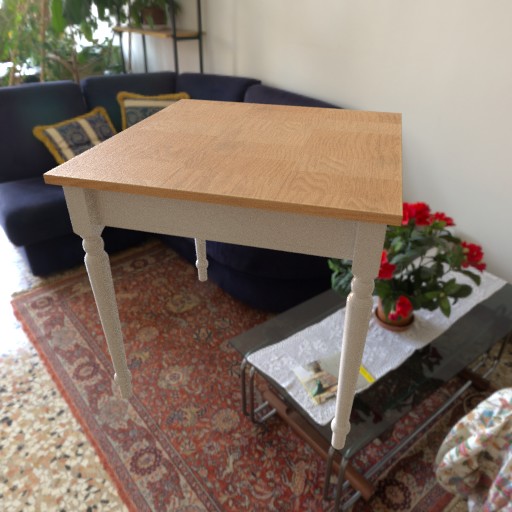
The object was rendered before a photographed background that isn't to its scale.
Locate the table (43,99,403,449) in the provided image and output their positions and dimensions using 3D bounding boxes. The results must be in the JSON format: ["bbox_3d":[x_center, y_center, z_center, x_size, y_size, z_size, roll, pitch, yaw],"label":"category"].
[{"bbox_3d":[0.000,0.000,1.371,0.747,0.738,0.747,8,33,13],"label":"table"}]
